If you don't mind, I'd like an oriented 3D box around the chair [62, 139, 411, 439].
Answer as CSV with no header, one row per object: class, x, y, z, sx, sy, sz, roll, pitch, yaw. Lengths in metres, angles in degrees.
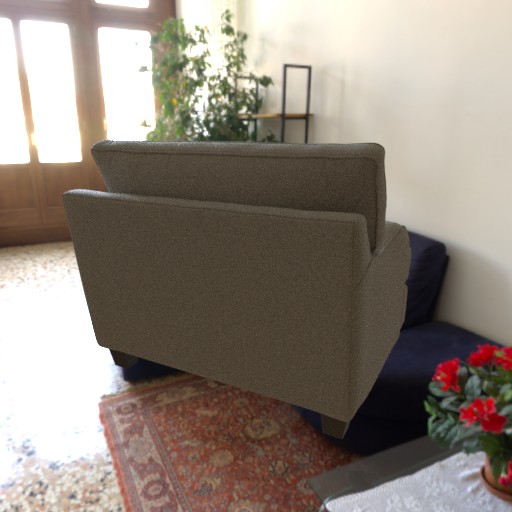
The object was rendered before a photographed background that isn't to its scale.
chair,0.000,0.000,1.989,1.220,1.016,1.040,8,18,27
